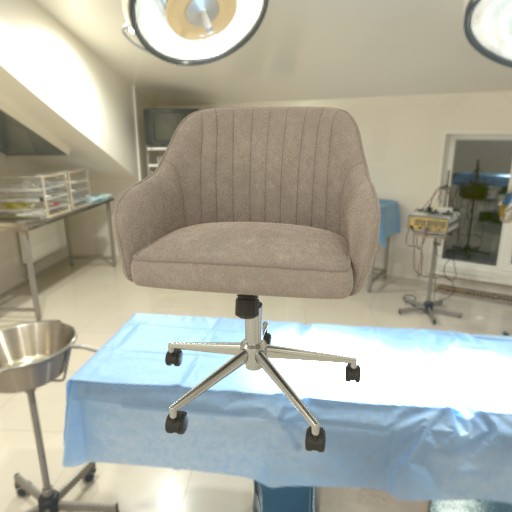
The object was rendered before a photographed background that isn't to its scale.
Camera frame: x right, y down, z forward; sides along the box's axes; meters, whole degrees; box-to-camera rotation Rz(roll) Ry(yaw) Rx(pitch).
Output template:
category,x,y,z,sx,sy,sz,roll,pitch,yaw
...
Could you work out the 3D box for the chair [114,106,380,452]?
category,x,y,z,sx,sy,sz,roll,pitch,yaw
chair,0.000,0.000,1.257,0.635,0.831,0.573,3,16,10
